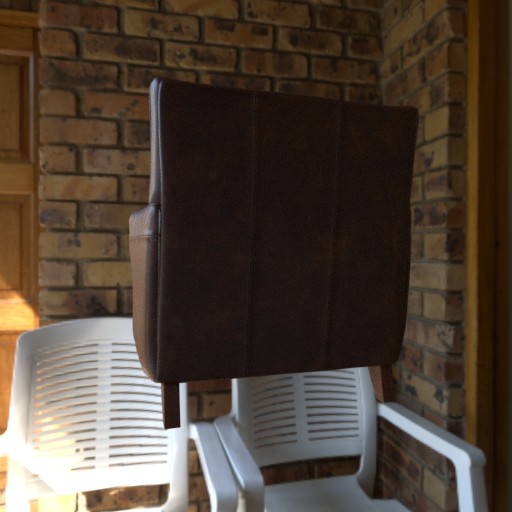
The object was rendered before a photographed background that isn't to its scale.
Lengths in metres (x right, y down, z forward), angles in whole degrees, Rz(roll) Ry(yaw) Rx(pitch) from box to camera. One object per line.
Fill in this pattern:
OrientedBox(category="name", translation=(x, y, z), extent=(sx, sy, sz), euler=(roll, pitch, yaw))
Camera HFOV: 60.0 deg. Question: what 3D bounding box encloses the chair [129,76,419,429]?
OrientedBox(category="chair", translation=(0.000, 0.000, 1.623), extent=(0.870, 0.943, 0.823), euler=(0, 0, -18))
